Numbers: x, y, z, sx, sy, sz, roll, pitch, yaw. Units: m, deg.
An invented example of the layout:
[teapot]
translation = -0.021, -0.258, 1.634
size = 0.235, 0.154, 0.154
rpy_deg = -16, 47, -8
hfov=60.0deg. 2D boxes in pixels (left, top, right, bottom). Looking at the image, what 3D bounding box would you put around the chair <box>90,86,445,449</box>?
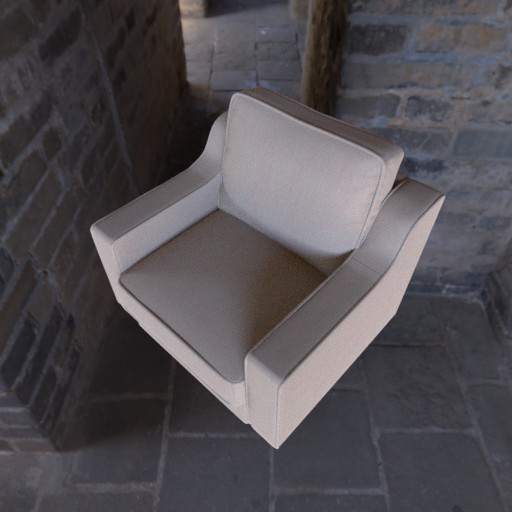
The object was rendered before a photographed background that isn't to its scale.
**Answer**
[chair]
translation = 0.000, 0.000, 1.680
size = 0.922, 0.948, 0.882
rpy_deg = 34, 55, 28
